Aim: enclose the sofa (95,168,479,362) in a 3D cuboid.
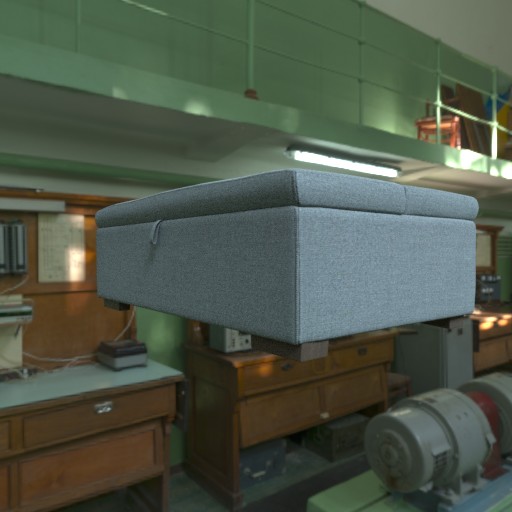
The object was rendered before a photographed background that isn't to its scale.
[{"bbox_3d":[0.000,0.000,1.621,0.817,0.434,1.250,0,1,-38],"label":"sofa"}]
